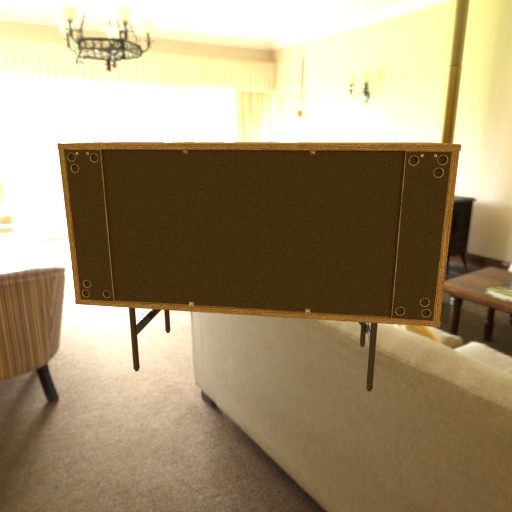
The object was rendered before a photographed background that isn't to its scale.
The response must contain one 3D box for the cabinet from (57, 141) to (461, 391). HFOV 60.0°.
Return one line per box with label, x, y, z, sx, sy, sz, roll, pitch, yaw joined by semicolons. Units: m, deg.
cabinet;0.000;0.000;1.588;1.194;0.787;0.405;2;15;9
